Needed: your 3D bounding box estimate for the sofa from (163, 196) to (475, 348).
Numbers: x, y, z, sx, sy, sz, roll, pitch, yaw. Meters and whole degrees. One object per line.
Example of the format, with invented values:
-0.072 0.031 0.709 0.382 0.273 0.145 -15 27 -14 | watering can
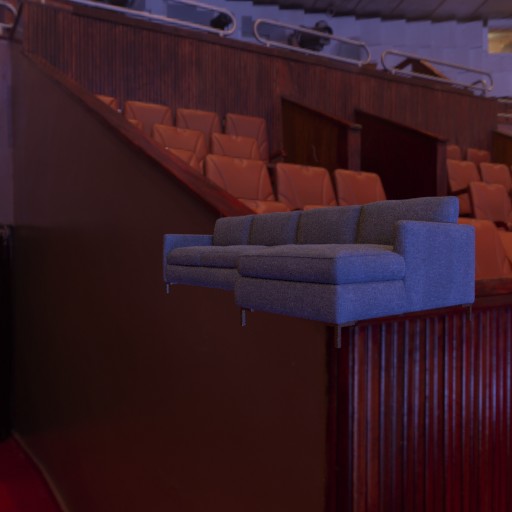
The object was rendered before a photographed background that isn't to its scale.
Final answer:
0.000 0.000 3.560 1.350 0.810 2.932 -1 1 -38 | sofa
